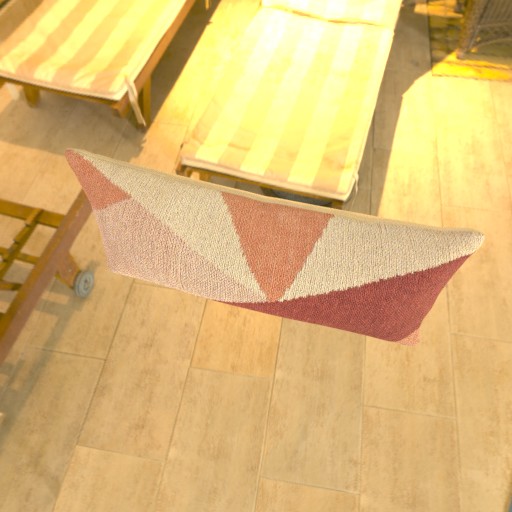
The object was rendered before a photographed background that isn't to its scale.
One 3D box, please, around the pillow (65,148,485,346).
[{"bbox_3d":[0.000,0.000,0.726,0.609,0.292,0.155,13,59,8],"label":"pillow"}]
